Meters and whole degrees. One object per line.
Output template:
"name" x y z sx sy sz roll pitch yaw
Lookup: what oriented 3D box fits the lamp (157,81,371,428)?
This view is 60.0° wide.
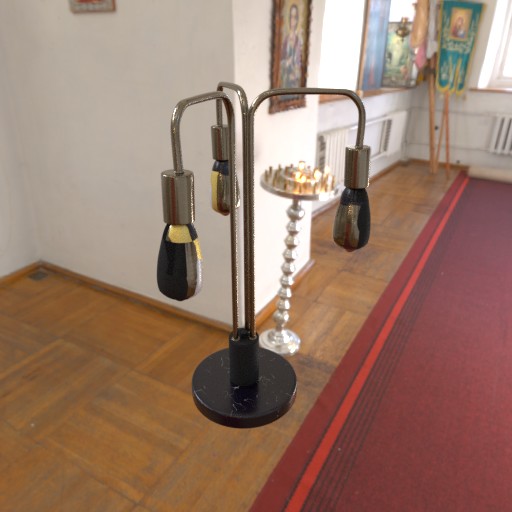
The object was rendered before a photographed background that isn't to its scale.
"lamp" 0.000 0.000 0.781 0.355 0.560 0.368 -7 26 -14
